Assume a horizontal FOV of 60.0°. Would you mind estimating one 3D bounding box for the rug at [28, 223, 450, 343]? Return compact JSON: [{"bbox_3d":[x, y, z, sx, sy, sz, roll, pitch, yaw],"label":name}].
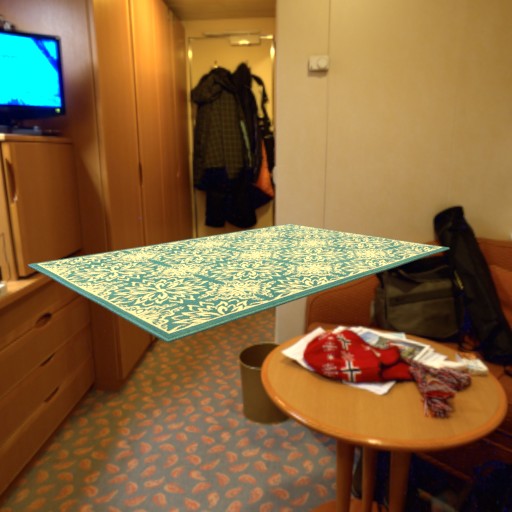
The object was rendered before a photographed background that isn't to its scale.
[{"bbox_3d":[0.000,0.000,3.452,2.769,0.018,1.830,-12,18,-42],"label":"rug"}]
